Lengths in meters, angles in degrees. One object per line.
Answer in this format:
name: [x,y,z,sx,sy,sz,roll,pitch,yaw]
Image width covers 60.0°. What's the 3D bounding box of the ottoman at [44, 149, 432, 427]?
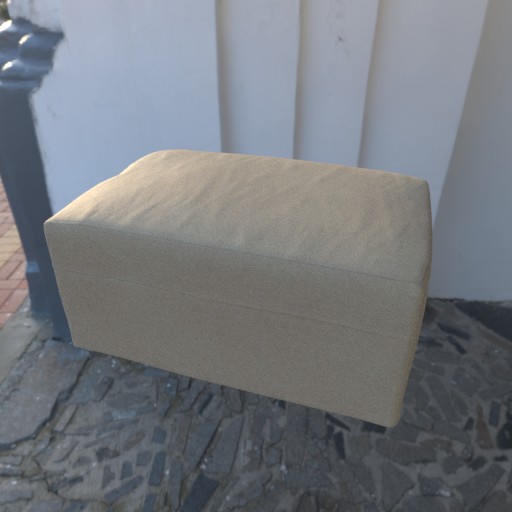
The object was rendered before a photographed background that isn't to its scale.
ottoman: [0.000,0.000,1.215,0.872,0.444,0.590,10,33,16]
